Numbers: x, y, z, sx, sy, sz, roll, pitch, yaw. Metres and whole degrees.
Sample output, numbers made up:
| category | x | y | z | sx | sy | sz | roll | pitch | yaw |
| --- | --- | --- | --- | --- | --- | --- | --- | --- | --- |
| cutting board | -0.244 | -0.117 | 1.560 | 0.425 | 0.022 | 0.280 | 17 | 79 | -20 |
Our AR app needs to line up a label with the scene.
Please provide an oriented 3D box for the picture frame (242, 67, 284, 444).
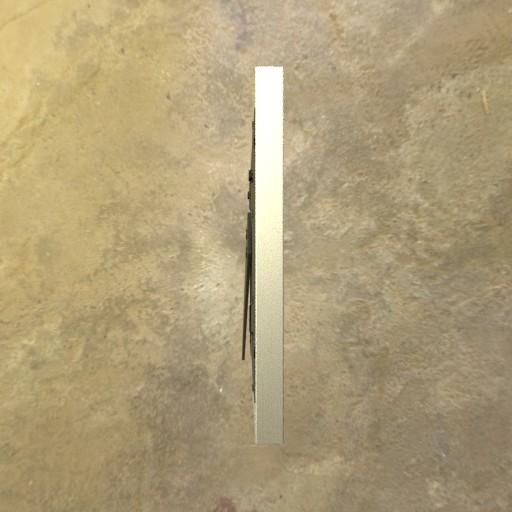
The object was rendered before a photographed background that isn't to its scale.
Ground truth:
| category | x | y | z | sx | sy | sz | roll | pitch | yaw |
| --- | --- | --- | --- | --- | --- | --- | --- | --- | --- |
| picture frame | 0.000 | 0.000 | 0.553 | 0.036 | 0.386 | 0.307 | 0 | 90 | -1 |
